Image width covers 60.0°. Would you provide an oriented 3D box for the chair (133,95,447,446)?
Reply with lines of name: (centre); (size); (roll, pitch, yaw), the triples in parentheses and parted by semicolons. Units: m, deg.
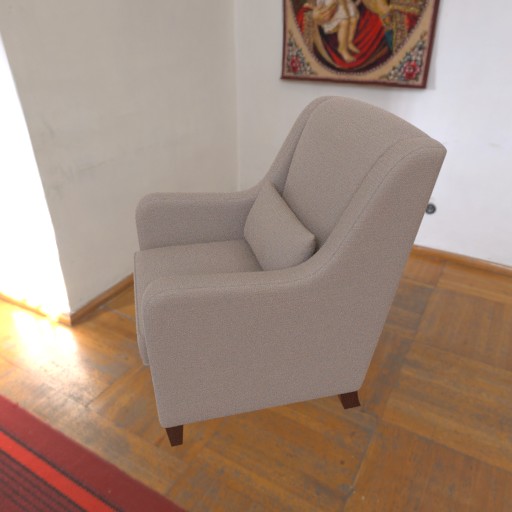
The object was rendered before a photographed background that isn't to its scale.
chair: (0.000, 0.000, 1.623); (0.896, 1.017, 0.715); (-8, 32, -13)
